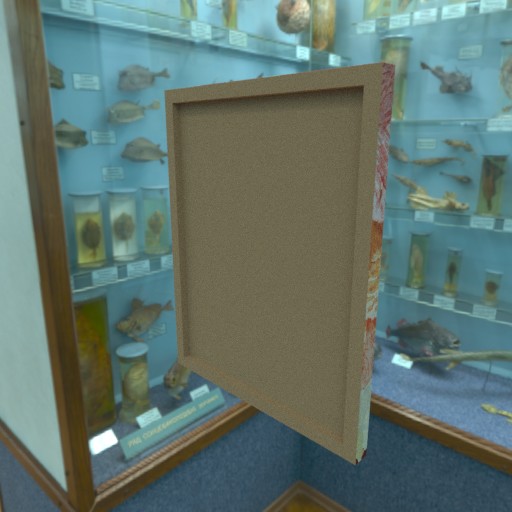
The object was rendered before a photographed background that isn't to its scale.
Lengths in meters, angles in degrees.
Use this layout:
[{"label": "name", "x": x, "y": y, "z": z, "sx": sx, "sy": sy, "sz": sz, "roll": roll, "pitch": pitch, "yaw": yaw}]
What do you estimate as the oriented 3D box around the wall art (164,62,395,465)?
[{"label": "wall art", "x": 0.000, "y": 0.000, "z": 0.684, "sx": 0.406, "sy": 0.508, "sz": 0.028, "roll": 14, "pitch": 20, "yaw": 43}]
